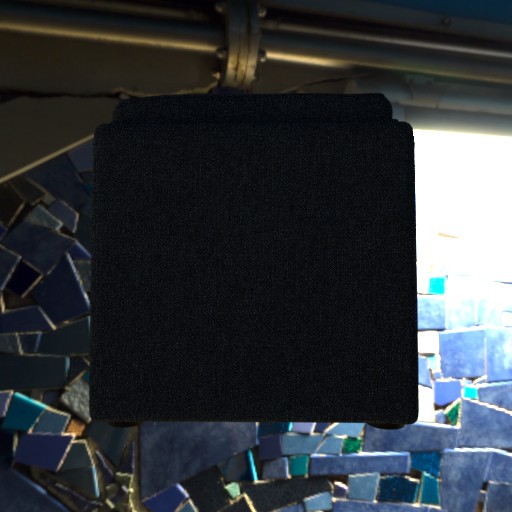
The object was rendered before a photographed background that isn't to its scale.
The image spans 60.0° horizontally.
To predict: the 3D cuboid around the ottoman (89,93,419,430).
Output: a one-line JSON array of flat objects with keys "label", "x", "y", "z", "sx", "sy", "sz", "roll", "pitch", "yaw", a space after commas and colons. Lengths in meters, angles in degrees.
[{"label": "ottoman", "x": 0.000, "y": 0.000, "z": 0.824, "sx": 0.454, "sy": 0.493, "sz": 0.436, "roll": 0, "pitch": -2, "yaw": 1}]
